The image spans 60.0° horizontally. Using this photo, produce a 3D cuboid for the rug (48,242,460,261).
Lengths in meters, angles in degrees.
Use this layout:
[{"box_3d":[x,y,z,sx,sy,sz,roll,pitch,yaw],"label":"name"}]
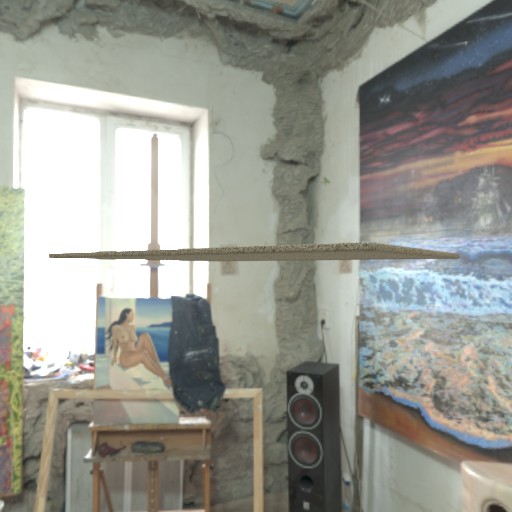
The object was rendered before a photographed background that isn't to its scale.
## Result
[{"box_3d":[0.000,0.000,2.132,1.600,0.025,1.199,-1,-2,35],"label":"rug"}]
